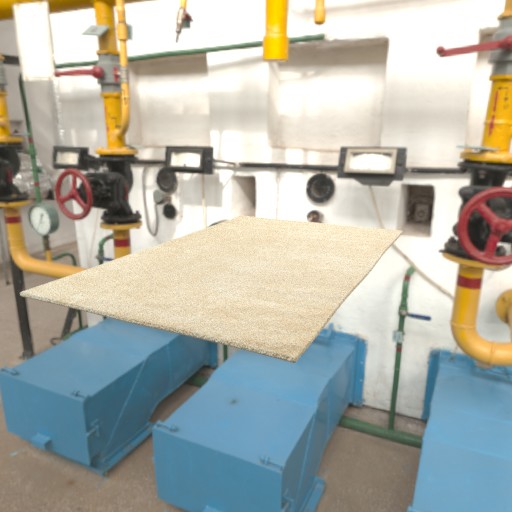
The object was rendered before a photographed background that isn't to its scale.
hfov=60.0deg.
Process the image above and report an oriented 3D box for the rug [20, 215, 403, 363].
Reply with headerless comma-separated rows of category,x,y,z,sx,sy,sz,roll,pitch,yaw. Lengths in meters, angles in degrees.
rug,0.000,0.000,2.932,1.500,0.025,2.346,8,18,26
